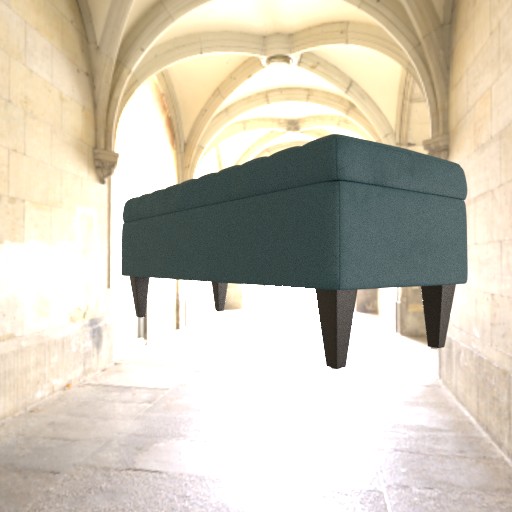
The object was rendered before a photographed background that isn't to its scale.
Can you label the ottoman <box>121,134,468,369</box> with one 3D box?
[{"bbox_3d":[0.000,0.000,1.414,0.482,0.469,1.151,1,-1,-36],"label":"ottoman"}]
